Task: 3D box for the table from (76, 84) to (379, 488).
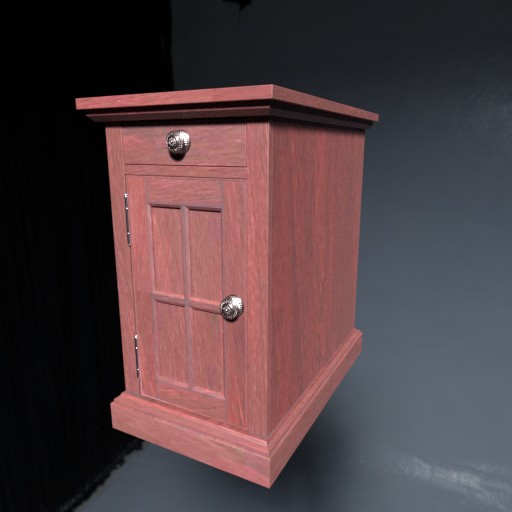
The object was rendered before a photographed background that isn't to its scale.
[{"bbox_3d":[0.000,0.000,0.963,0.356,0.612,0.584,7,15,27],"label":"table"}]
